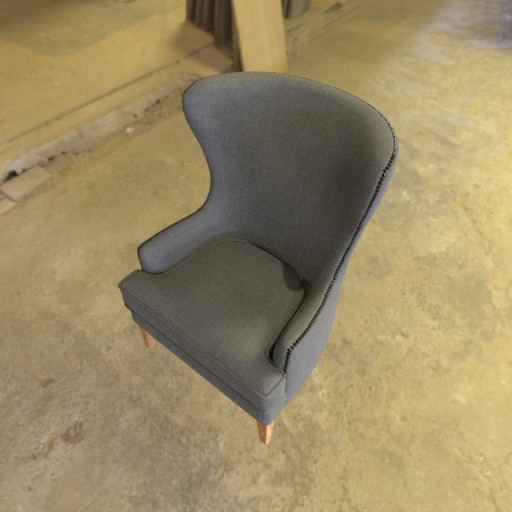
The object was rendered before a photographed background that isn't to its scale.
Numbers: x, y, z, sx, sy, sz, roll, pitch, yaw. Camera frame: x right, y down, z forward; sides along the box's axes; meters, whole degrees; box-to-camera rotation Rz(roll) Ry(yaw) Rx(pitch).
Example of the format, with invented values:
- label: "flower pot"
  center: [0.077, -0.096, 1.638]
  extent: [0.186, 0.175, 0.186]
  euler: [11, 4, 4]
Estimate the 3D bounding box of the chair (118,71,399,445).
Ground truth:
- label: "chair"
  center: [0.000, 0.000, 1.859]
  extent: [0.864, 1.176, 0.883]
  euler: [31, 54, 26]
